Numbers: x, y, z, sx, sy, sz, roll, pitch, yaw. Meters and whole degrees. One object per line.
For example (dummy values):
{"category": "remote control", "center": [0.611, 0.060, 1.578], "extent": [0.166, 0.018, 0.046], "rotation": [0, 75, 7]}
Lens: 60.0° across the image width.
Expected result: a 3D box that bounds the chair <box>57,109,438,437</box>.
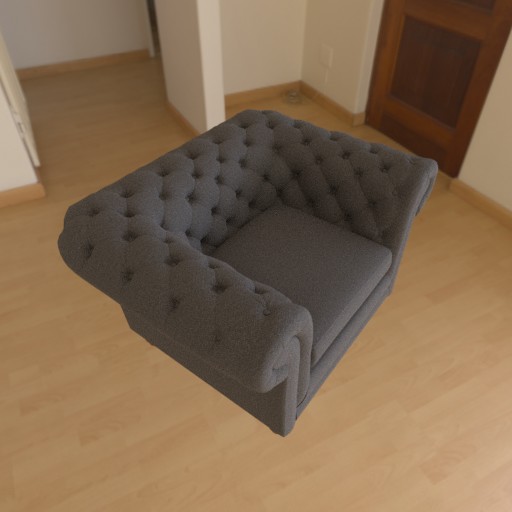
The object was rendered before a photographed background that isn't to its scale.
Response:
{"category": "chair", "center": [0.000, 0.000, 1.884], "extent": [0.976, 0.770, 1.270], "rotation": [27, 49, 27]}
